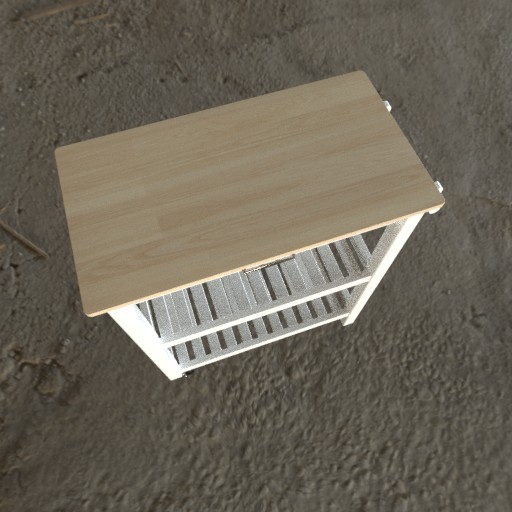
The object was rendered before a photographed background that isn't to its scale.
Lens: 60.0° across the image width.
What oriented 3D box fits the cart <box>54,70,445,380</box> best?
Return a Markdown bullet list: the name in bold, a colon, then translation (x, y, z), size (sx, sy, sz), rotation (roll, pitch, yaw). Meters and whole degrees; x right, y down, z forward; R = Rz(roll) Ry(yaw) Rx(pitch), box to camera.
- **cart**: translation (0.000, 0.000, 1.479), size (0.899, 0.927, 0.457), rotation (-17, 65, -8)
